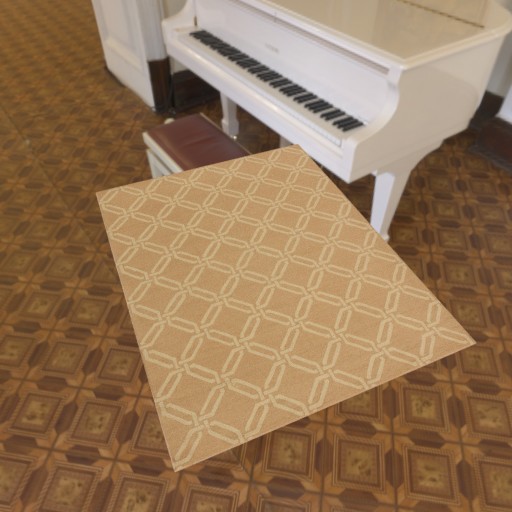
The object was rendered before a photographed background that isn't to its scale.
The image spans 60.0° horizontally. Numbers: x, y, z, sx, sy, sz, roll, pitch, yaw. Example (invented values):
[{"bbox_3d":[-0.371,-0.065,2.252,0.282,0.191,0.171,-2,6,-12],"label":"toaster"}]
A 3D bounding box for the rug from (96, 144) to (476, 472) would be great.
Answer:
[{"bbox_3d":[0.000,0.000,3.862,2.288,0.018,2.895,-17,49,-16],"label":"rug"}]
